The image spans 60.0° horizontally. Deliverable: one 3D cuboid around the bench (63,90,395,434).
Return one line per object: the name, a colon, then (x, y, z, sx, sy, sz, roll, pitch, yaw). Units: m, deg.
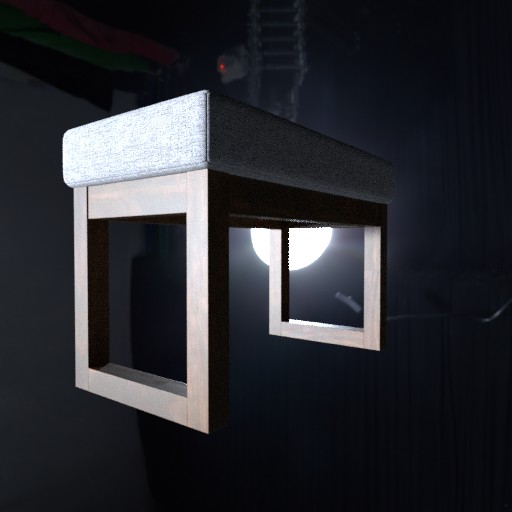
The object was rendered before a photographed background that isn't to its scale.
bench: (0.000, 0.000, 0.953, 0.366, 0.467, 0.681, 1, 2, 38)
